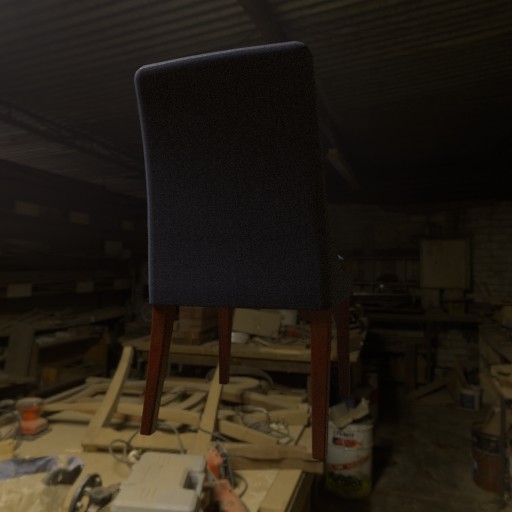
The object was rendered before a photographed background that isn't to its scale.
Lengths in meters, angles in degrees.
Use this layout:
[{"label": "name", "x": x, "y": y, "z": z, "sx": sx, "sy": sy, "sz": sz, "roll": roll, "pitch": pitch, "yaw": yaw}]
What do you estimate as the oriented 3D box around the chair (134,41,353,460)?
[{"label": "chair", "x": 0.000, "y": 0.000, "z": 1.331, "sx": 0.508, "sy": 0.952, "sz": 0.655, "roll": 0, "pitch": -1, "yaw": 18}]
